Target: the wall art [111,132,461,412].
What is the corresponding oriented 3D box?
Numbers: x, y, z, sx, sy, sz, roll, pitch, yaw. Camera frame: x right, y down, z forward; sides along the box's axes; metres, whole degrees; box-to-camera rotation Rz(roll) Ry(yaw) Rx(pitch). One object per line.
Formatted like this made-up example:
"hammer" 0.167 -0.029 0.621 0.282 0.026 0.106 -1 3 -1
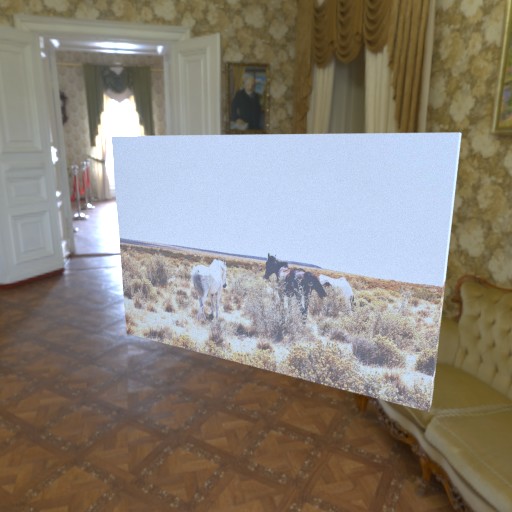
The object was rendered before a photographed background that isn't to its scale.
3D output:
"wall art" 0.000 0.000 1.157 0.914 0.610 0.050 7 16 27
